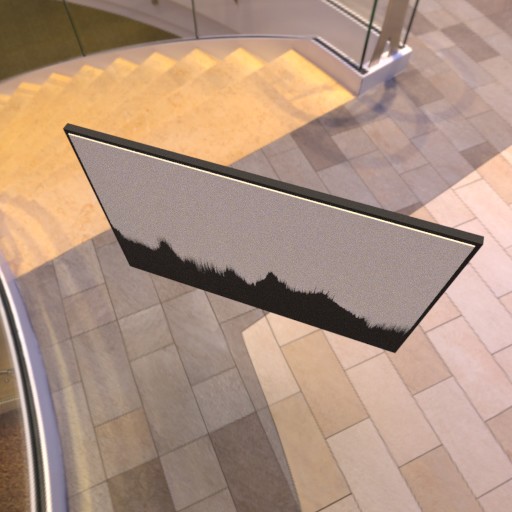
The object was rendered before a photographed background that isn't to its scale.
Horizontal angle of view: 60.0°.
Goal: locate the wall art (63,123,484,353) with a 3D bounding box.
[{"bbox_3d":[0.000,0.000,1.537,1.190,0.805,0.028,17,60,10],"label":"wall art"}]
